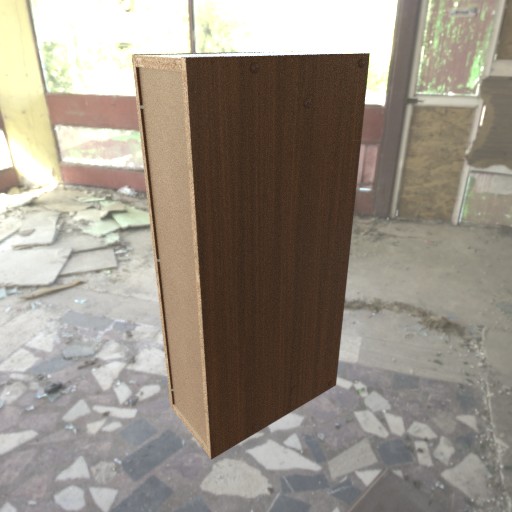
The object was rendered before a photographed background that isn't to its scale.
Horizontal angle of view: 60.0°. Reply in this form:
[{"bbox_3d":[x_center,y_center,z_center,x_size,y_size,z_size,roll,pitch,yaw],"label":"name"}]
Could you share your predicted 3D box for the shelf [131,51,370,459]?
[{"bbox_3d":[0.000,0.000,0.722,0.290,0.600,0.147,-18,31,-33],"label":"shelf"}]
